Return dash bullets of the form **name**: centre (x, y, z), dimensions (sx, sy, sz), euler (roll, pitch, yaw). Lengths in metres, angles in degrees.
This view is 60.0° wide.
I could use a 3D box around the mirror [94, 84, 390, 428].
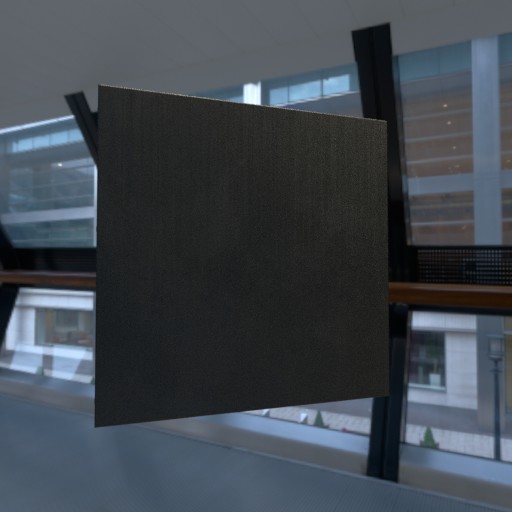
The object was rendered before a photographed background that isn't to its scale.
- **mirror**: centre (0.000, 0.000, 0.562), dimensions (0.382, 0.381, 0.020), euler (1, -2, -19)
